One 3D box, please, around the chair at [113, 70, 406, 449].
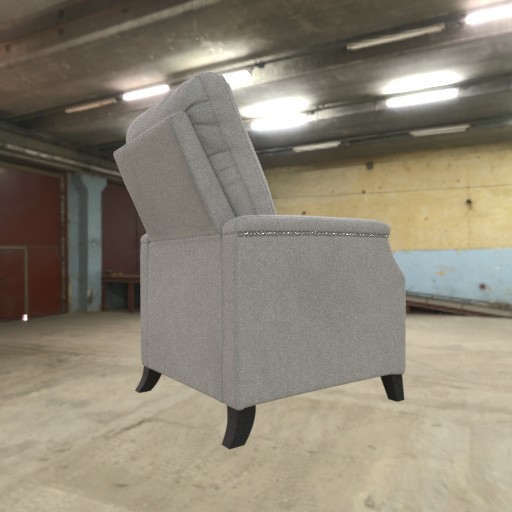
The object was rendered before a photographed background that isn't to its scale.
[{"bbox_3d":[0.000,0.000,1.654,0.922,1.049,0.710,1,-2,-36],"label":"chair"}]
